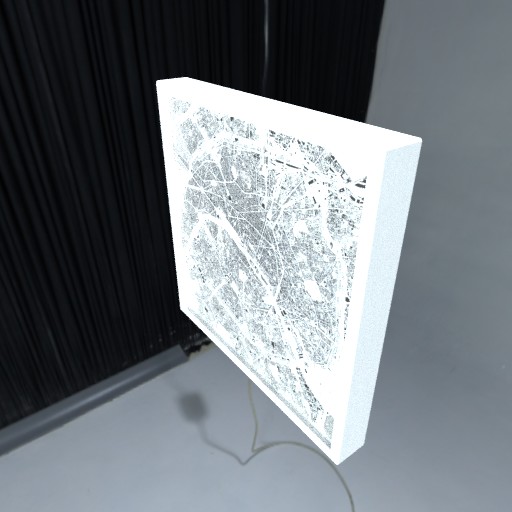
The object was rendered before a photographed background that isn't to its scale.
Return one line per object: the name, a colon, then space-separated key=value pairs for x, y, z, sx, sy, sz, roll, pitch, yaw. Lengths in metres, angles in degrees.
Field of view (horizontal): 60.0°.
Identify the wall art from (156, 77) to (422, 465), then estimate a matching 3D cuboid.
wall art: x=0.000 y=0.000 z=0.456 sx=0.038 sy=0.305 sz=0.305 roll=-21 pitch=37 yaw=-31
